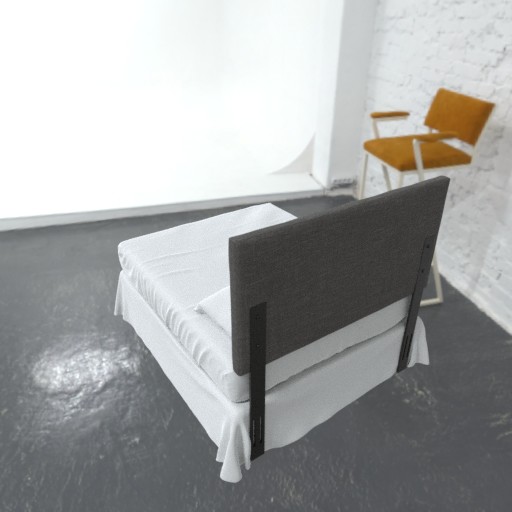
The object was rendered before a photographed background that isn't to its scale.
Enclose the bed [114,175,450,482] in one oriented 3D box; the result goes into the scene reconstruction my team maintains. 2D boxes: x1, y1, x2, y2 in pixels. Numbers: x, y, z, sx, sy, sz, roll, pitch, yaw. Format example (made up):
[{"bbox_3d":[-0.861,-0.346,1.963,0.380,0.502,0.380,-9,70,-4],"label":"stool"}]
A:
[{"bbox_3d":[0.000,0.000,3.537,1.936,1.577,2.222,-18,34,-30],"label":"bed"}]
